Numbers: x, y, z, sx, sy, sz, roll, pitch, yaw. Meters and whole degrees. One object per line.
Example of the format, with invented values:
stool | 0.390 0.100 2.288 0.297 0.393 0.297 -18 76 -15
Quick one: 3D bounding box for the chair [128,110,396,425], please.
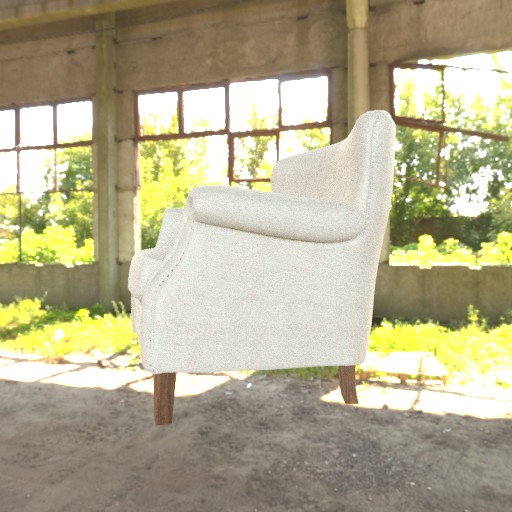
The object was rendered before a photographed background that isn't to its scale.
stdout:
chair | 0.000 0.000 1.662 0.921 0.936 0.861 0 1 -18
